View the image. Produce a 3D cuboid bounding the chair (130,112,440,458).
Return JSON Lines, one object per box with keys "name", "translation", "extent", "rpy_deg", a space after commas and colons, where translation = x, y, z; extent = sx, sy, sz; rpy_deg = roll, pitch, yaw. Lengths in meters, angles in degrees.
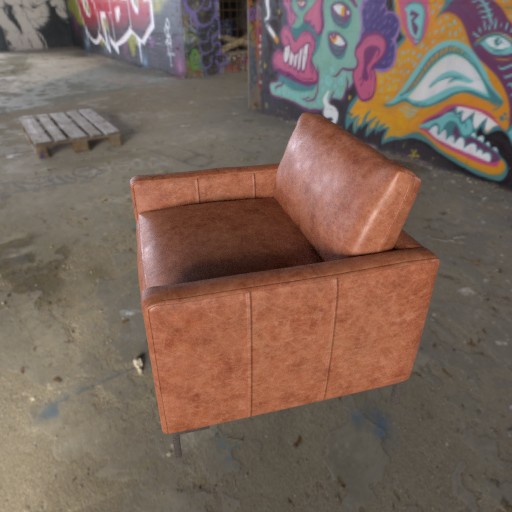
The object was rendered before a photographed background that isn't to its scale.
{"name": "chair", "translation": [0.000, 0.000, 1.657], "extent": [0.862, 0.869, 0.967], "rpy_deg": [-8, 31, -13]}
